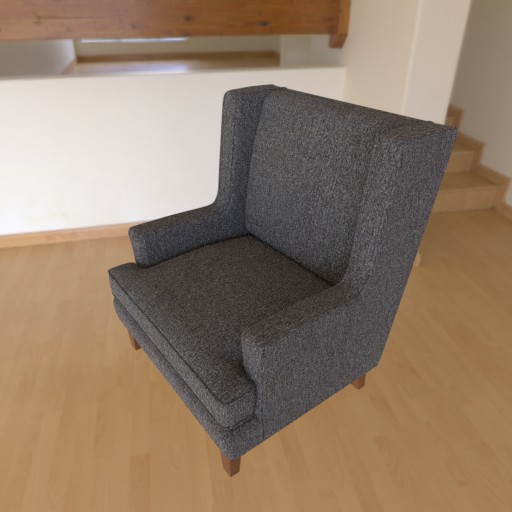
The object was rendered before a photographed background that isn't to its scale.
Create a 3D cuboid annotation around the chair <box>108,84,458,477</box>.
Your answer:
[{"bbox_3d":[0.000,0.000,1.755,0.927,1.082,0.942,-21,37,-31],"label":"chair"}]
